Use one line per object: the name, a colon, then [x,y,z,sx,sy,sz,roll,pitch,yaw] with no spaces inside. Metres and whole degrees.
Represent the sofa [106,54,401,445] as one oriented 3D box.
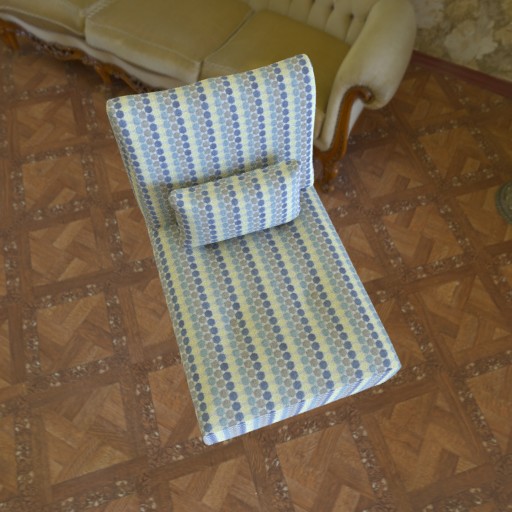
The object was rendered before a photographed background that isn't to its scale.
sofa: [0.000,0.000,1.551,0.700,0.820,1.000,-17,63,-9]
